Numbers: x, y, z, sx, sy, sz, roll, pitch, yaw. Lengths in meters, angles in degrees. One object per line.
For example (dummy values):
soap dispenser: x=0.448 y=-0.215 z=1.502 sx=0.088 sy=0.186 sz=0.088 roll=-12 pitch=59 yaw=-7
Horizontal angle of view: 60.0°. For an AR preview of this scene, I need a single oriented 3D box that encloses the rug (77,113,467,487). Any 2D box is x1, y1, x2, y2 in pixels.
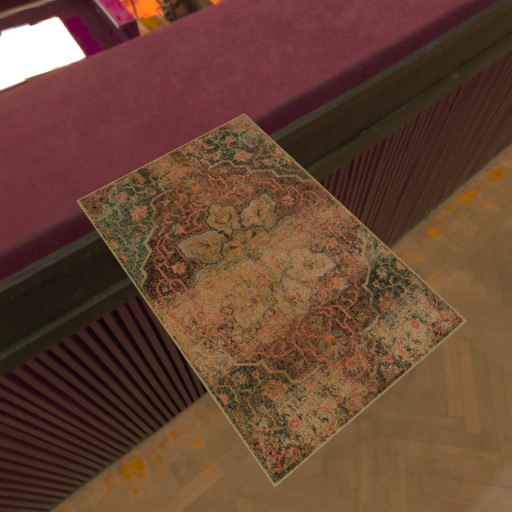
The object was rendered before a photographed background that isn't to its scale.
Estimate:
rug: x=0.000 y=0.000 z=2.999 sx=1.566 sy=0.004 sz=2.363 roll=-32 pitch=64 yaw=-18
